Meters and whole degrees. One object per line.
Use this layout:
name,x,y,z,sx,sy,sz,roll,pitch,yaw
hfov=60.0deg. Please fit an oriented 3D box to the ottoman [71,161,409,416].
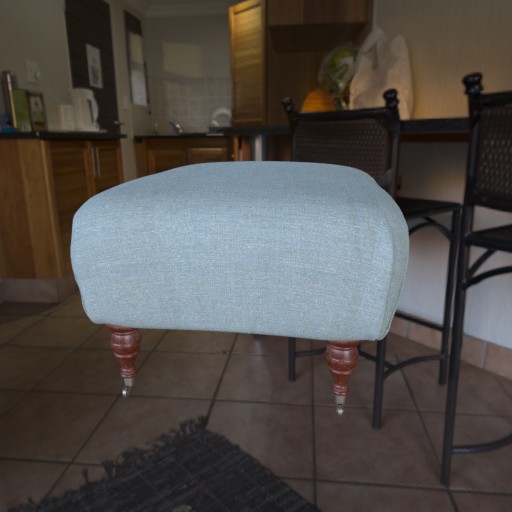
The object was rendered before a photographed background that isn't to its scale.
ottoman,0.000,0.000,1.115,0.622,0.450,0.747,2,16,8
